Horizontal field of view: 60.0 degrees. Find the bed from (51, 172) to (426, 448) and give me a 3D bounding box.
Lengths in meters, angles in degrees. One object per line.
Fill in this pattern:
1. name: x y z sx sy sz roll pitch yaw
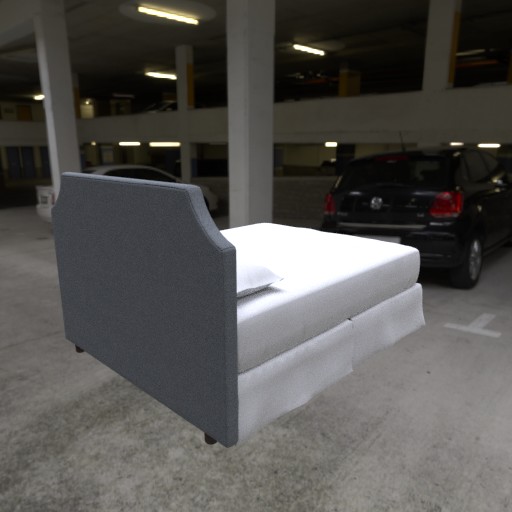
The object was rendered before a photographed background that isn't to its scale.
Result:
1. bed: 0.000 0.000 3.352 1.811 1.296 2.259 13 20 42
